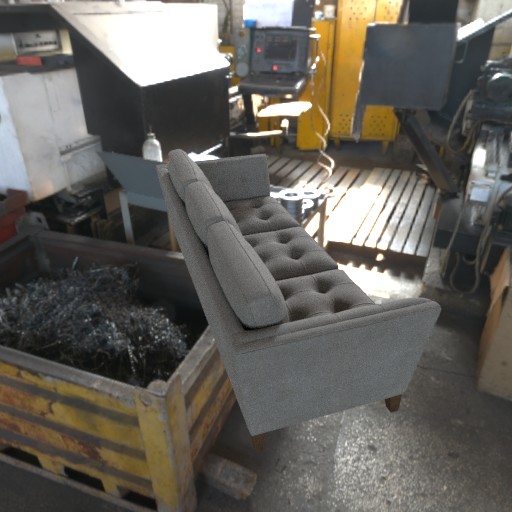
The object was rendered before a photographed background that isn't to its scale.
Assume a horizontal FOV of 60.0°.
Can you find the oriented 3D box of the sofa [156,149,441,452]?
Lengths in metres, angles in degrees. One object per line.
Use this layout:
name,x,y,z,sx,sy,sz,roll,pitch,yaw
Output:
sofa,0.000,0.000,2.964,0.965,0.940,2.387,-9,31,-16
